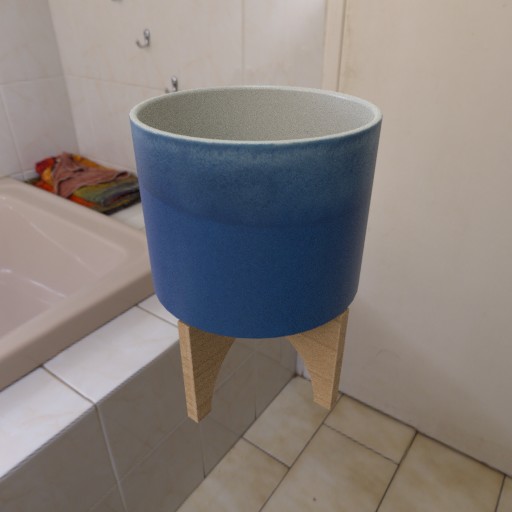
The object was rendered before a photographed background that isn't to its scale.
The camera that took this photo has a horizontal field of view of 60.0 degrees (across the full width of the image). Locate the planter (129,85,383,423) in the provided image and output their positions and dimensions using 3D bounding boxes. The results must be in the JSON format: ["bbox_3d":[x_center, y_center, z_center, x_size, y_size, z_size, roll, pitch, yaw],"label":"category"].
[{"bbox_3d":[0.000,0.000,0.563,0.261,0.367,0.261,0,31,0],"label":"planter"}]
